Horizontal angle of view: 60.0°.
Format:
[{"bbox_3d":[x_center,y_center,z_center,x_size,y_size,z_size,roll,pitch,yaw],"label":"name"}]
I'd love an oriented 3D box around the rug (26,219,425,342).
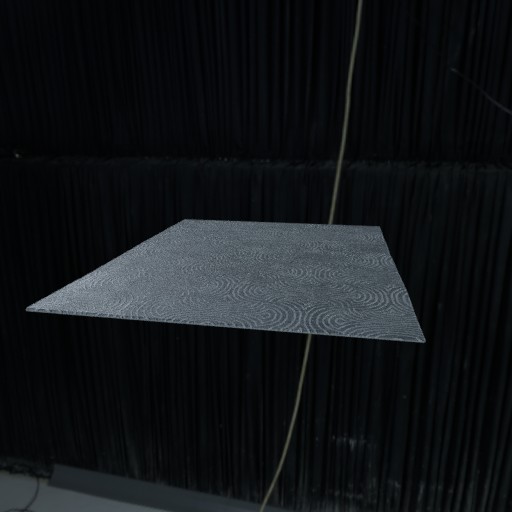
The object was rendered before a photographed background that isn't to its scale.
[{"bbox_3d":[0.000,0.000,4.065,2.456,0.021,3.042,3,16,10],"label":"rug"}]
